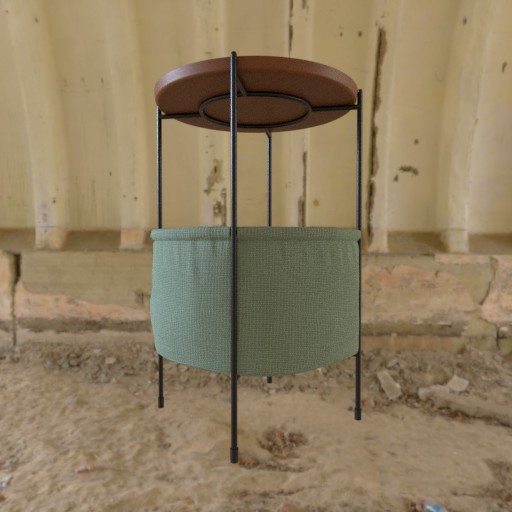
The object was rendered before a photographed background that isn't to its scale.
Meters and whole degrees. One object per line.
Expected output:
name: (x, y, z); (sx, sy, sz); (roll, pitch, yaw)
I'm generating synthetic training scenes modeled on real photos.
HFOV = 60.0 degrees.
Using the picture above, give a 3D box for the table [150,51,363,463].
table: (0.000, 0.000, 0.869); (0.400, 0.623, 0.400); (-1, 2, -35)
